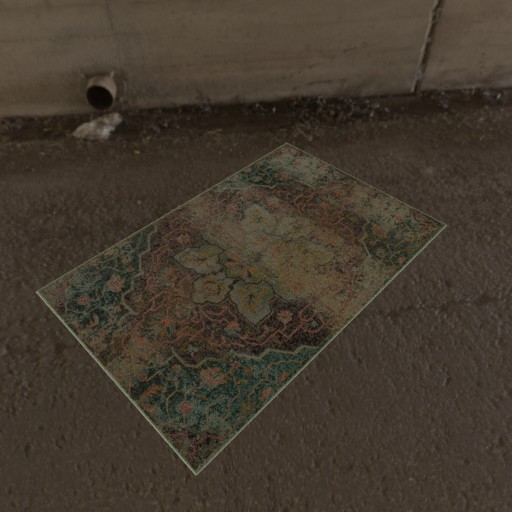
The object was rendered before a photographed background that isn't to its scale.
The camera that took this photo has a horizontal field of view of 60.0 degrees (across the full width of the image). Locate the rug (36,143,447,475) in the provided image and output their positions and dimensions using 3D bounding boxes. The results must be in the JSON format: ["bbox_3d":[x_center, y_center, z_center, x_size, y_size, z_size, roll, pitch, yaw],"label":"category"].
[{"bbox_3d":[0.000,0.000,2.948,2.363,0.004,1.566,-36,56,-29],"label":"rug"}]
